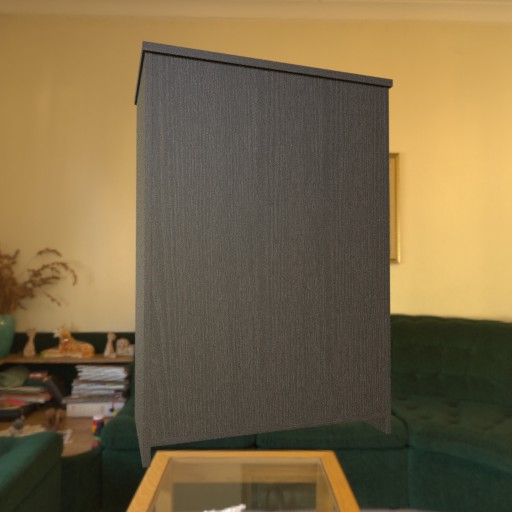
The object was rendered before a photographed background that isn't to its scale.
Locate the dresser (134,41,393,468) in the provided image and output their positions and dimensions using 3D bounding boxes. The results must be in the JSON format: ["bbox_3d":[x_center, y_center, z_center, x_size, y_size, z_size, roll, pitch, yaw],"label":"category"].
[{"bbox_3d":[0.000,0.000,1.352,0.704,1.020,0.399,0,-1,-18],"label":"dresser"}]
